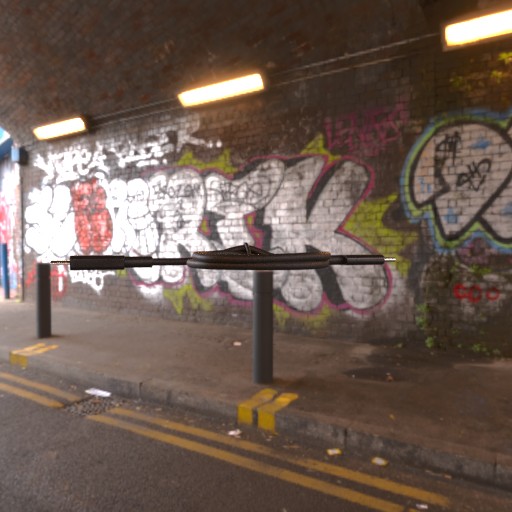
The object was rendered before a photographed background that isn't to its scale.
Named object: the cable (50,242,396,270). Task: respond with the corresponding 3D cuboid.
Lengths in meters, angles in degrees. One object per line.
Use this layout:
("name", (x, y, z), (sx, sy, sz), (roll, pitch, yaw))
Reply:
("cable", (0.000, 0.000, 0.219), (0.192, 0.014, 0.070), (0, 1, -18))
